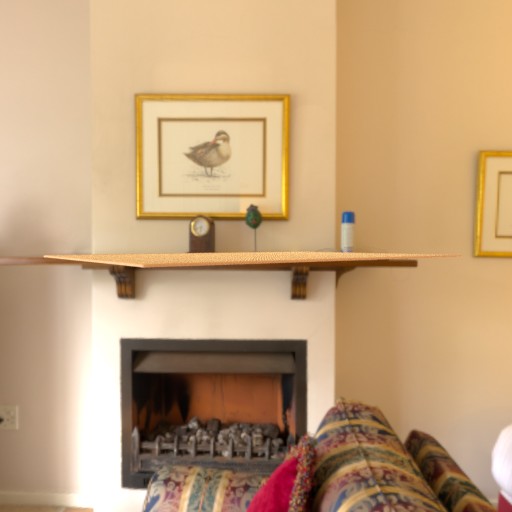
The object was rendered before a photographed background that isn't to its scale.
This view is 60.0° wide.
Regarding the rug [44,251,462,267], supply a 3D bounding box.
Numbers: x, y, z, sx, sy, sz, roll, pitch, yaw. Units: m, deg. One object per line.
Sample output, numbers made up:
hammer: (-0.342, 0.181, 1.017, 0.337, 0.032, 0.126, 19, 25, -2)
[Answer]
rug: (0.000, 0.000, 2.766, 2.134, 0.013, 1.524, -1, 2, -37)
